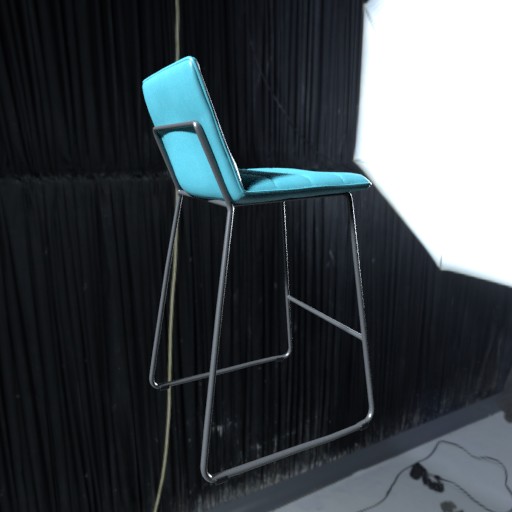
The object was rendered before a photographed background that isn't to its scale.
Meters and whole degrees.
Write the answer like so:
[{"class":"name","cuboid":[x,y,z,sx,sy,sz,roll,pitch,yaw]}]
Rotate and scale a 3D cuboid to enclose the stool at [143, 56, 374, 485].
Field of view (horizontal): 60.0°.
[{"class":"stool","cuboid":[0.000,0.000,1.228,0.524,0.936,0.489,-7,15,-27]}]
